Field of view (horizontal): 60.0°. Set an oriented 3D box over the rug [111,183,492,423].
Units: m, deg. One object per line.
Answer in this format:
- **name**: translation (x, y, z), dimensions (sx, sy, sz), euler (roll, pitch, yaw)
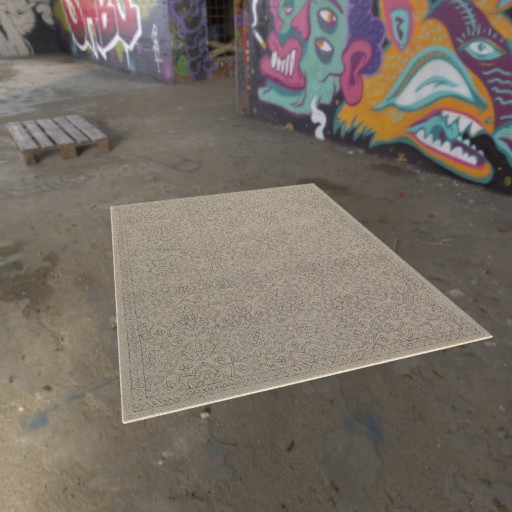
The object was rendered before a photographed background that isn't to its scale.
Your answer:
- **rug**: translation (0.000, 0.000, 3.966), dimensions (2.441, 0.015, 3.050), euler (-9, 31, -15)
